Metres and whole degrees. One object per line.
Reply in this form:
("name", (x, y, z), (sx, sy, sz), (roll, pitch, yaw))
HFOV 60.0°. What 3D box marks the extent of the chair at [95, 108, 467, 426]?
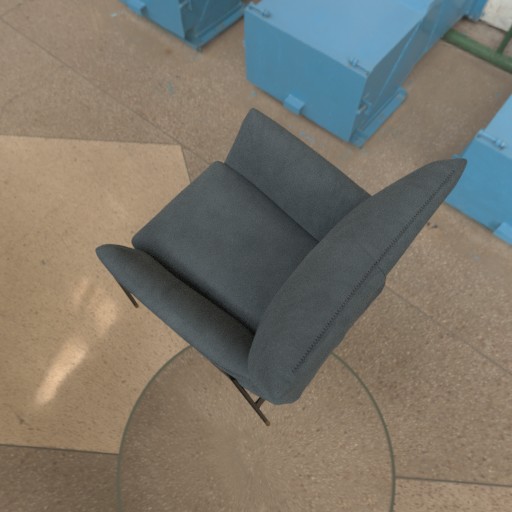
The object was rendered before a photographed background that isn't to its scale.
("chair", (0.000, 0.000, 1.347), (0.709, 0.858, 0.678), (38, 71, 16))
